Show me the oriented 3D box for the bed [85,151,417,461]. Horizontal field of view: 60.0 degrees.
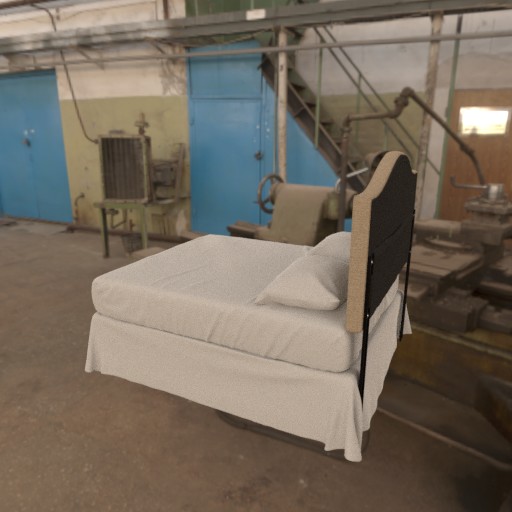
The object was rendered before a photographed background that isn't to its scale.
[{"bbox_3d":[0.000,0.000,3.468,2.221,1.645,1.876,8,18,26],"label":"bed"}]
